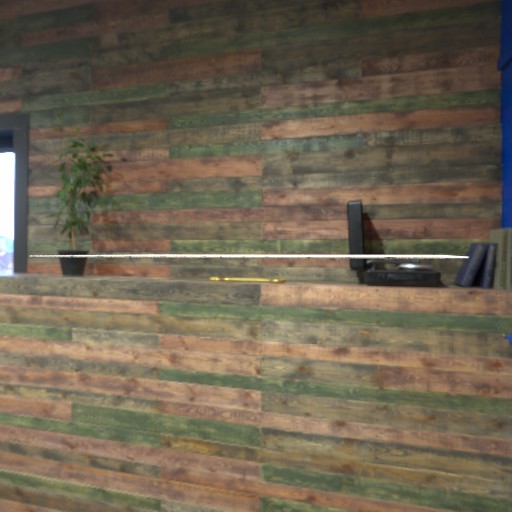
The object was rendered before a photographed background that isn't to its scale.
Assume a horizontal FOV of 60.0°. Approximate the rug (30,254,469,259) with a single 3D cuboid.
[{"bbox_3d":[0.000,0.000,2.479,2.006,0.008,1.196,0,0,18],"label":"rug"}]
